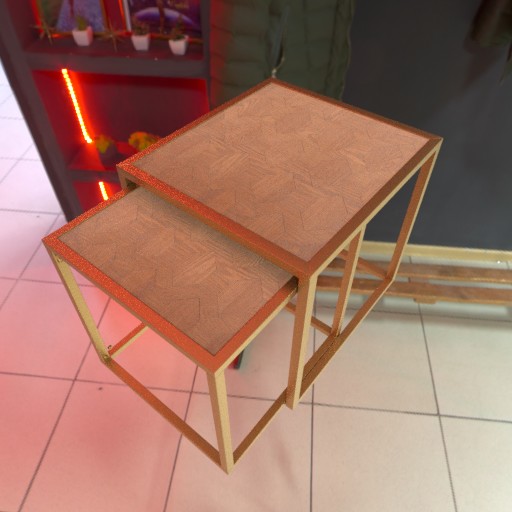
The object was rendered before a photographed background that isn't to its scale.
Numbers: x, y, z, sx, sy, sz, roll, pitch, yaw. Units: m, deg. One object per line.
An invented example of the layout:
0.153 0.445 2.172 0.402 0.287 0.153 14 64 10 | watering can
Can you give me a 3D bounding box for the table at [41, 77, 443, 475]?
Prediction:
0.000 0.000 1.111 0.505 0.505 0.762 30 53 26 | table
